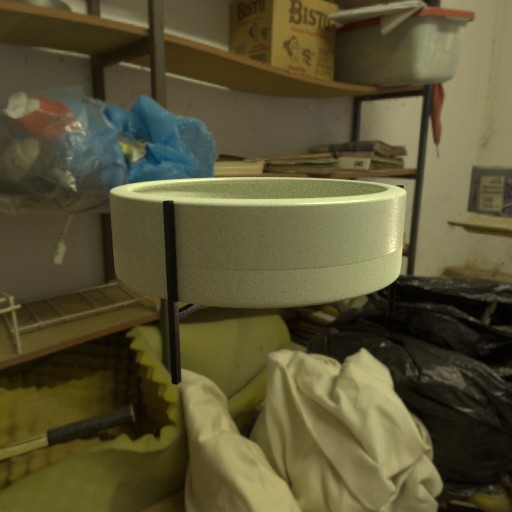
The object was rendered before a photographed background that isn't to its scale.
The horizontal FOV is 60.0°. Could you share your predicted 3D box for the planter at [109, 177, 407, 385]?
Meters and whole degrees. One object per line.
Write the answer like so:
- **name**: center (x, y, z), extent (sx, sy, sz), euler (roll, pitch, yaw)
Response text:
- **planter**: center (0.000, 0.000, 0.541), extent (0.336, 0.171, 0.345), euler (7, 15, 25)
